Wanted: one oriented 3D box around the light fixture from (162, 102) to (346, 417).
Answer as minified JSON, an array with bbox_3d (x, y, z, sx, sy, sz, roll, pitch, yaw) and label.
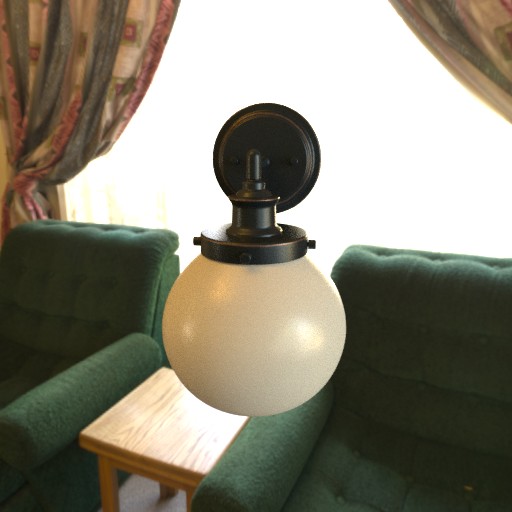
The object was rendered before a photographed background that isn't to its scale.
[{"bbox_3d":[0.000,0.000,0.482,0.197,0.332,0.230,2,15,7],"label":"light fixture"}]
